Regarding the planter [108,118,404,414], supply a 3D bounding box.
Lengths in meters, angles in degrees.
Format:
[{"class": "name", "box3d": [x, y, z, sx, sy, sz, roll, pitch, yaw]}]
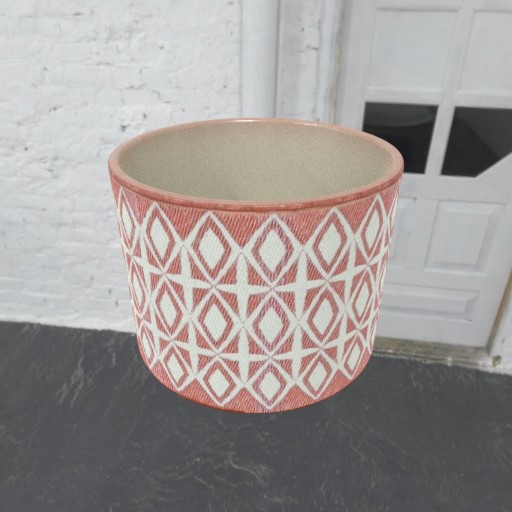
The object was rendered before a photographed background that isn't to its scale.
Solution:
[{"class": "planter", "box3d": [0.000, 0.000, 0.483, 0.273, 0.237, 0.273, 0, 30, 0]}]
